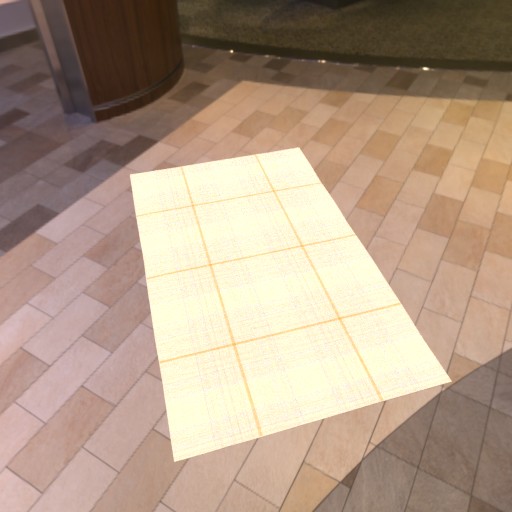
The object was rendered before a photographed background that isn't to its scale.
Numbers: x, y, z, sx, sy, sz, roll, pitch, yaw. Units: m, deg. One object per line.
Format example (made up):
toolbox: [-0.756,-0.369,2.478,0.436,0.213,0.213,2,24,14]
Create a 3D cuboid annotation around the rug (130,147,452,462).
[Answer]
rug: [0.000,0.000,3.095,1.527,0.016,2.442,-12,47,-11]
